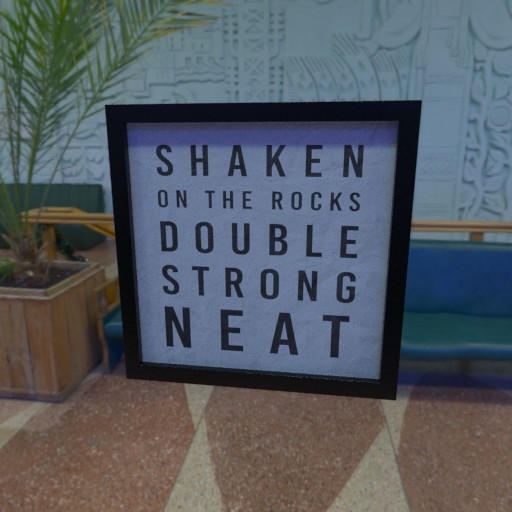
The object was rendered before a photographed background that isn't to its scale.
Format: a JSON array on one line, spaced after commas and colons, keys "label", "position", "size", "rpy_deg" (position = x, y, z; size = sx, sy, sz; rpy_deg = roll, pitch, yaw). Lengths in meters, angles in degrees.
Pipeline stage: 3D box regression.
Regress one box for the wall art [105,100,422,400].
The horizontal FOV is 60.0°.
[{"label": "wall art", "position": [0.000, 0.000, 0.532], "size": [0.349, 0.349, 0.014], "rpy_deg": [2, 14, 8]}]
